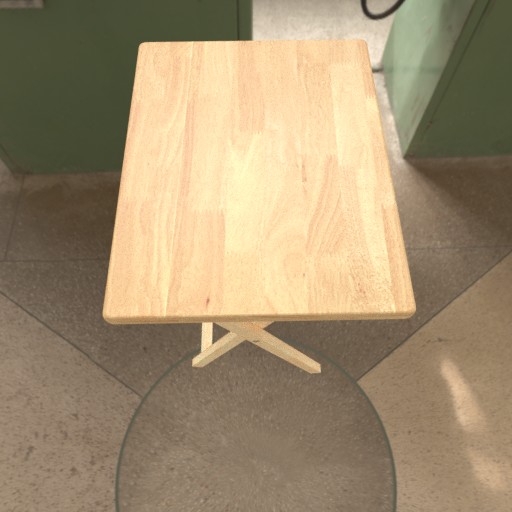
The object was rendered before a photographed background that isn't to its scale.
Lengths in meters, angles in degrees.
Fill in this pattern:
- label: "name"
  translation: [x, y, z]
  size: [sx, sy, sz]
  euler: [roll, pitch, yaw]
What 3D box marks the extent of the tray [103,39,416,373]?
- label: "tray"
  translation: [0.000, 0.000, 0.932]
  size: [0.381, 0.660, 0.483]
  euler: [-1, 64, 0]
